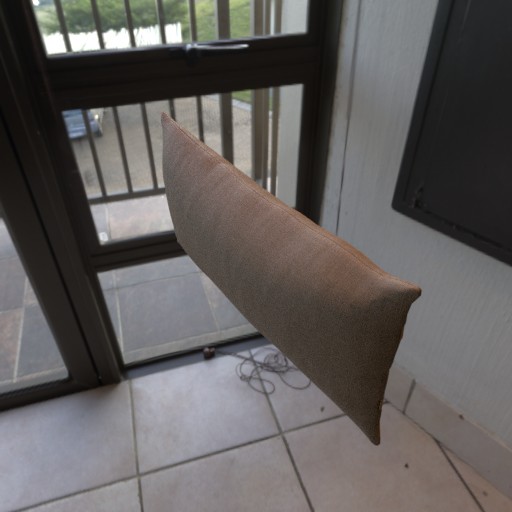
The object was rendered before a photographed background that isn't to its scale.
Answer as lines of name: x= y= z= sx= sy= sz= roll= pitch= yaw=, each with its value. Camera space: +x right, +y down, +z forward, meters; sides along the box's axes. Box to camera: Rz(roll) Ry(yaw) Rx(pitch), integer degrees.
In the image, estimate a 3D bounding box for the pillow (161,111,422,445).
pillow: x=0.000 y=0.000 z=0.741 sx=0.148 sy=0.308 sz=0.612 roll=-24 pitch=45 yaw=-27
